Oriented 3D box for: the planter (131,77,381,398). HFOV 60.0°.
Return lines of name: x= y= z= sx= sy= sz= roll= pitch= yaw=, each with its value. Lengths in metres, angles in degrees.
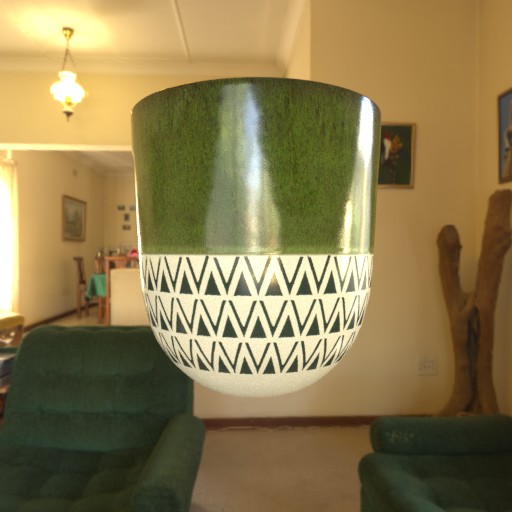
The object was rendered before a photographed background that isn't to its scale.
planter: x=0.000 y=0.000 z=0.452 sx=0.245 sy=0.270 sz=0.245 roll=0 pitch=1 yaw=0
